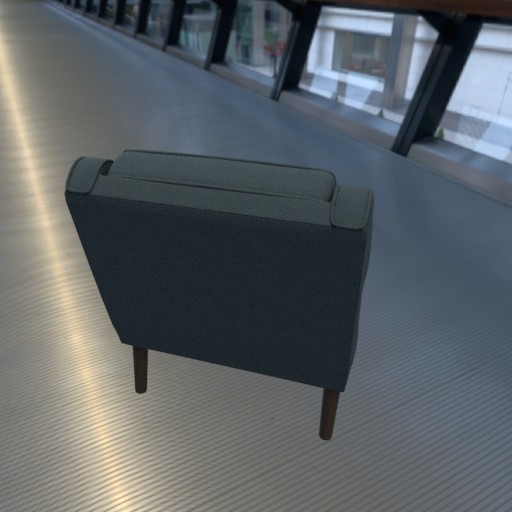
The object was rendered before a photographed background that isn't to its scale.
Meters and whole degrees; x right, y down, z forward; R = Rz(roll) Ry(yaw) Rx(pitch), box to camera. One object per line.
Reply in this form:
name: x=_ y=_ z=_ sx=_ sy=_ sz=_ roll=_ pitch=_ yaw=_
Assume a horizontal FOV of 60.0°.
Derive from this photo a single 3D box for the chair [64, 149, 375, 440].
chair: x=0.000 y=0.000 z=1.341 sx=0.663 sy=0.780 sz=0.733 roll=9 pitch=33 yaw=14
